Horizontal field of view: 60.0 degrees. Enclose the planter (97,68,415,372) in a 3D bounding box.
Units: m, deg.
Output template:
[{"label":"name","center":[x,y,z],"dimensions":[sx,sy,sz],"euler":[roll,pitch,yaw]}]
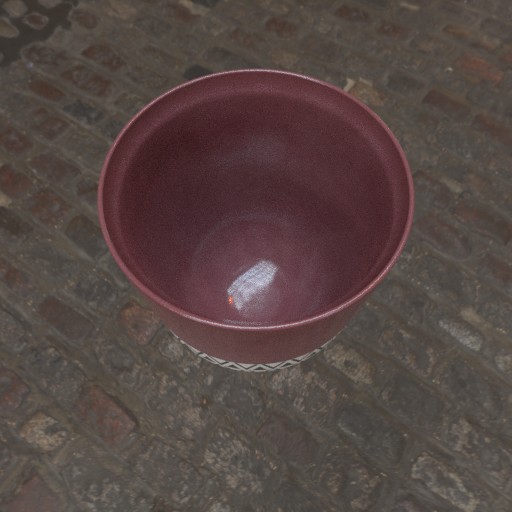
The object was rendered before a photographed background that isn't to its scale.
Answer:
[{"label":"planter","center":[0.000,0.000,0.370],"dimensions":[0.195,0.214,0.195],"euler":[0,63,0]}]
